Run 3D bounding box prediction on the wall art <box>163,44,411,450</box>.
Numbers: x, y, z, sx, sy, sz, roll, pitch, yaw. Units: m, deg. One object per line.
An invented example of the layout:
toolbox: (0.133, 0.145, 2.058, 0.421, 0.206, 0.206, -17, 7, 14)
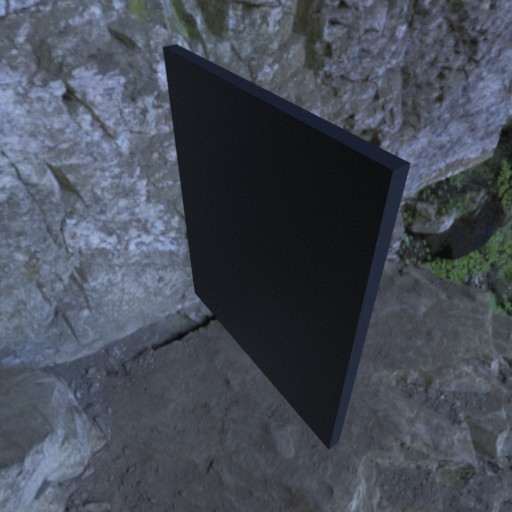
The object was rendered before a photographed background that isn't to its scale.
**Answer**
wall art: (0.000, 0.000, 0.675, 0.023, 0.505, 0.428, -25, 47, -26)
